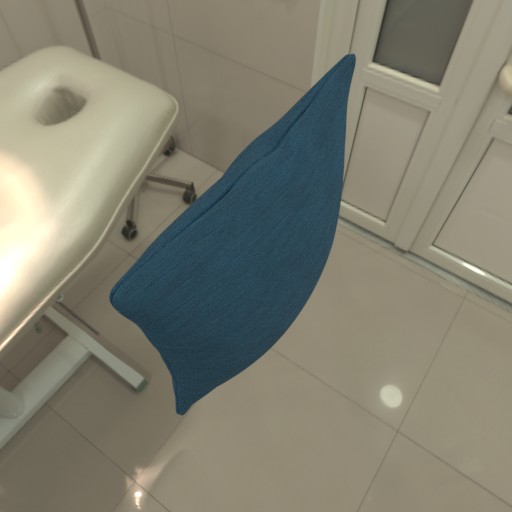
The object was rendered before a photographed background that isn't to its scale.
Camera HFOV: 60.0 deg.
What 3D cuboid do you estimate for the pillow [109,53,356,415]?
[{"bbox_3d":[0.000,0.000,0.647,0.177,0.420,0.437,30,62,18],"label":"pillow"}]
